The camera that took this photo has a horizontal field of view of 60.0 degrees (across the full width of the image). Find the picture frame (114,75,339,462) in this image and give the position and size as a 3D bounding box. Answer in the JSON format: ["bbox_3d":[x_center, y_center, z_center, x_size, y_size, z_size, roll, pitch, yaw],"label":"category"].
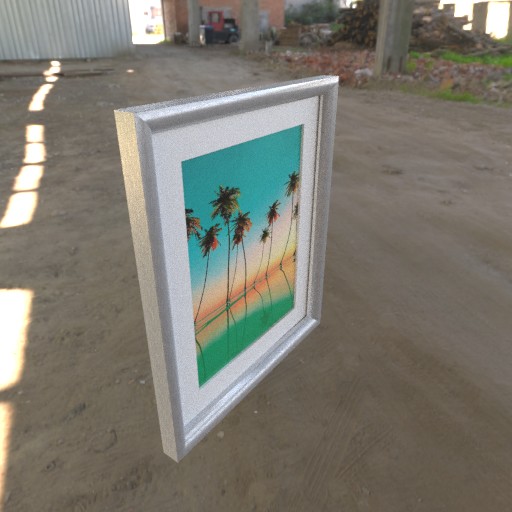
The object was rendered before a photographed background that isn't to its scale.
[{"bbox_3d":[0.000,0.000,0.533,0.027,0.378,0.327,19,33,32],"label":"picture frame"}]
